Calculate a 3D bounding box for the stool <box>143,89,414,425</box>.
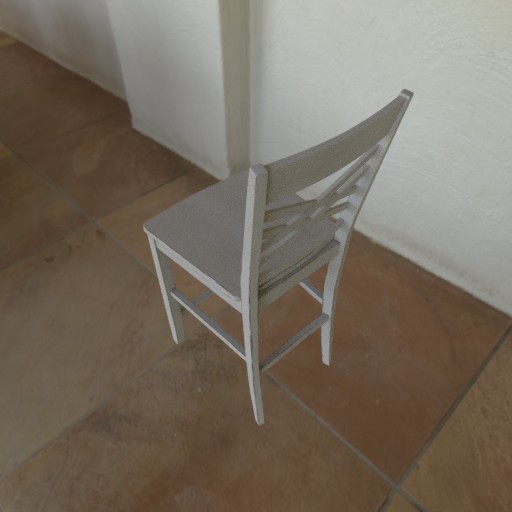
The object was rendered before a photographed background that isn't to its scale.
[{"bbox_3d":[0.000,0.000,1.362,0.462,1.079,0.539,-33,54,-28],"label":"stool"}]
